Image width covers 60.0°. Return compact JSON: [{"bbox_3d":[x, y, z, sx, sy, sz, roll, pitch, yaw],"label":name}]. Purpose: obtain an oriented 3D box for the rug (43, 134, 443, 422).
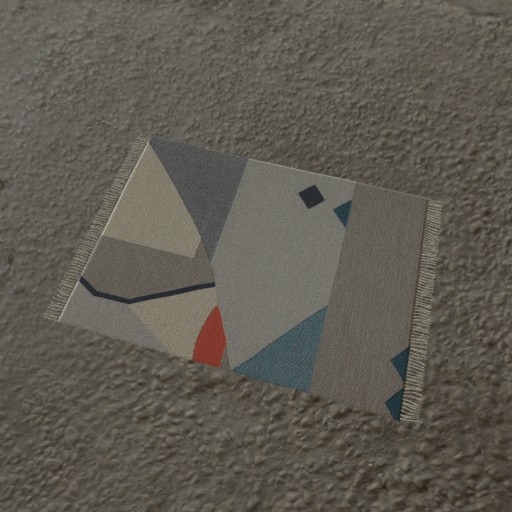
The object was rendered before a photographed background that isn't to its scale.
[{"bbox_3d":[0.000,0.000,2.315,1.828,0.005,1.220,14,64,7],"label":"rug"}]
